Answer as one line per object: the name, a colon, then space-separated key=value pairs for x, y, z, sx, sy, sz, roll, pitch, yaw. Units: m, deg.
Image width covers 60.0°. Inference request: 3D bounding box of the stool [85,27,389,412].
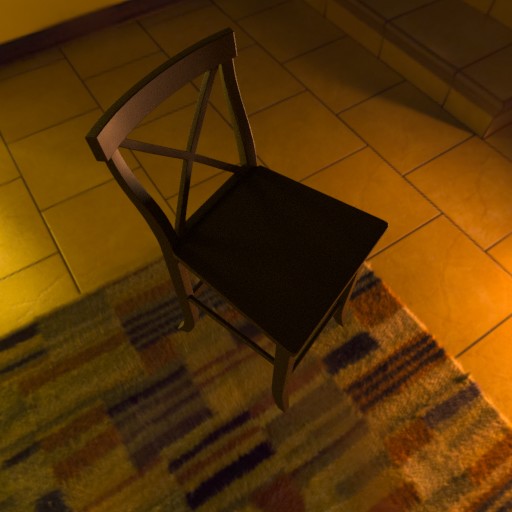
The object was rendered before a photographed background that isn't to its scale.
stool: x=0.000 y=0.000 z=1.280 sx=0.559 sy=0.989 sz=0.452 roll=32 pitch=64 yaw=18
